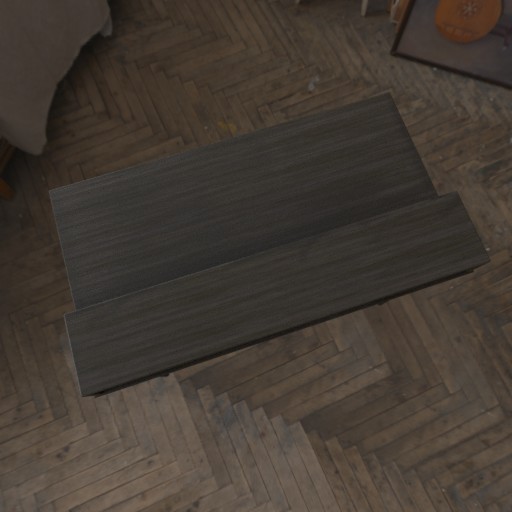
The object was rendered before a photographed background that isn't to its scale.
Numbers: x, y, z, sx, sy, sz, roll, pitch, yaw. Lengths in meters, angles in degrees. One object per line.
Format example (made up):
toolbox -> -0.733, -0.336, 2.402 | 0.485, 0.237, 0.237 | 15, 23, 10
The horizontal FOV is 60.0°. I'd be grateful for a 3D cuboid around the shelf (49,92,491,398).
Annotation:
shelf -> 0.000, 0.000, 1.722 | 1.212, 0.865, 0.685 | -18, 75, -5
